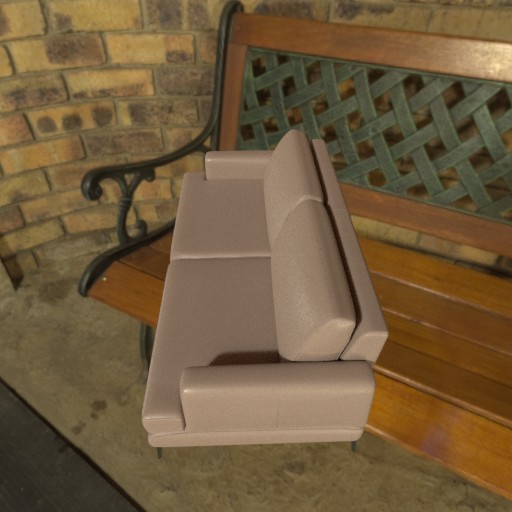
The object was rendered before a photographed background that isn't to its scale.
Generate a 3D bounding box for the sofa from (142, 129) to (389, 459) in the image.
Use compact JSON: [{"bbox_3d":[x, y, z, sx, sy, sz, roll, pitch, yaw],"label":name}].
[{"bbox_3d":[0.000,0.000,2.460,0.974,0.765,1.940,-1,40,-1],"label":"sofa"}]
